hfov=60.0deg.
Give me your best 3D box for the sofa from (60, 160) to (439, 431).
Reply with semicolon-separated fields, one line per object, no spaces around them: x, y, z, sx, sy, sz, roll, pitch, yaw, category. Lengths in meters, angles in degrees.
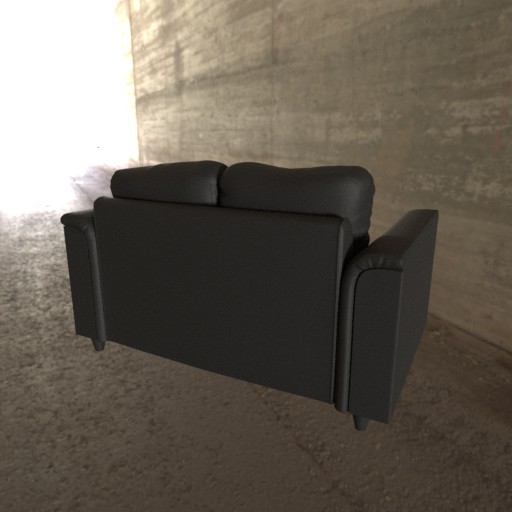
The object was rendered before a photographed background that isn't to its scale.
0.000;0.000;1.957;1.386;0.845;0.887;8;17;27;sofa
